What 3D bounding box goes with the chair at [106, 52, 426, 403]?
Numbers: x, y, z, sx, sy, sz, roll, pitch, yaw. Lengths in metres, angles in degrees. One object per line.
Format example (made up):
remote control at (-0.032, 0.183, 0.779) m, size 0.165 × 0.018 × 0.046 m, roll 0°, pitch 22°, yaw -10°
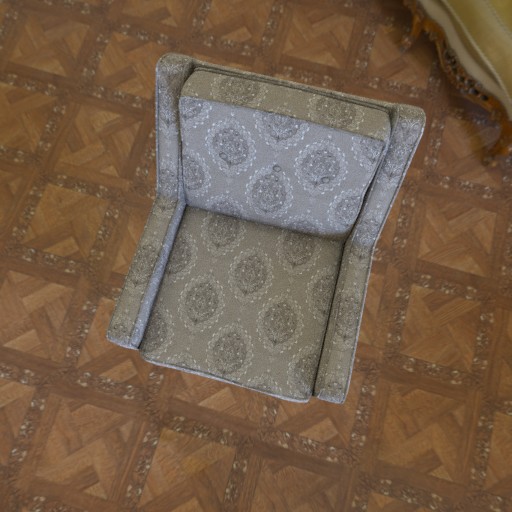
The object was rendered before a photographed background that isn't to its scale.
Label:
chair at (0.000, 0.000, 1.315) m, size 0.665 × 0.797 × 0.750 m, roll 14°, pitch 75°, yaw 4°
